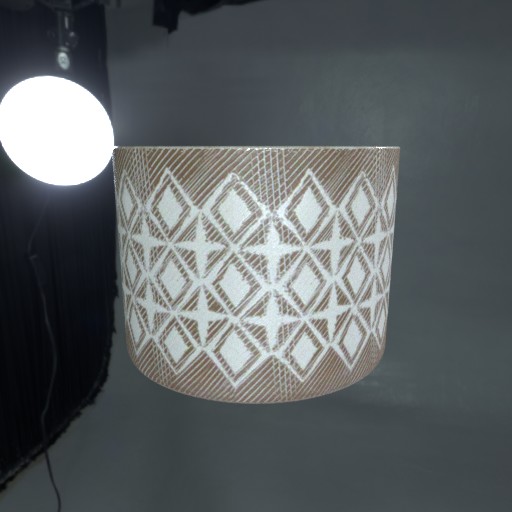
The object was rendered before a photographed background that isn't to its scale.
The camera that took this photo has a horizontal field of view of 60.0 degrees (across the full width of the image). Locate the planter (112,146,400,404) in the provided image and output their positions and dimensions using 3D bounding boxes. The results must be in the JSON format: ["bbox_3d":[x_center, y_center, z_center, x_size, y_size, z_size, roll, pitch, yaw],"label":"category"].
[{"bbox_3d":[0.000,0.000,0.216,0.126,0.104,0.126,0,14,0],"label":"planter"}]
